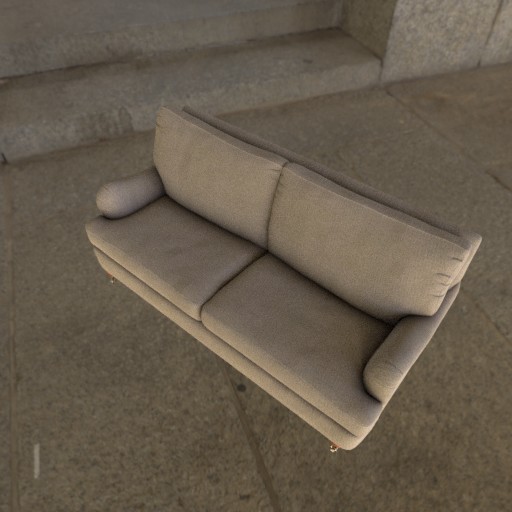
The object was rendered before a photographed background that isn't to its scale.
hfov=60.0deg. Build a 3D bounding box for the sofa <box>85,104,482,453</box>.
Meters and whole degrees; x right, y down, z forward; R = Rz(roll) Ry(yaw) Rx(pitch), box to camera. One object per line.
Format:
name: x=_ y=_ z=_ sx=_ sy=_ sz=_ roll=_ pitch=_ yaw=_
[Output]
sofa: x=0.000 y=0.000 z=2.747 sx=2.193 sy=1.096 sz=1.069 roll=31 pitch=54 yaw=26
